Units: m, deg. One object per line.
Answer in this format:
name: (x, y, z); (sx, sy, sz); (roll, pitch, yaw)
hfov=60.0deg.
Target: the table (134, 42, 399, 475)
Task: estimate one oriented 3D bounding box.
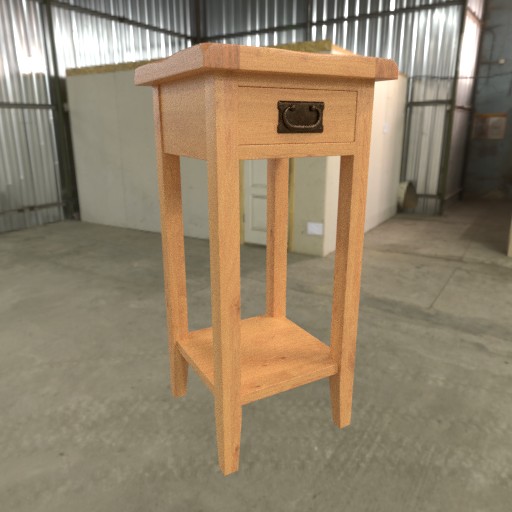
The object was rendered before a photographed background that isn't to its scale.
table: (0.000, 0.000, 0.926); (0.360, 0.740, 0.360); (-9, 19, -28)
